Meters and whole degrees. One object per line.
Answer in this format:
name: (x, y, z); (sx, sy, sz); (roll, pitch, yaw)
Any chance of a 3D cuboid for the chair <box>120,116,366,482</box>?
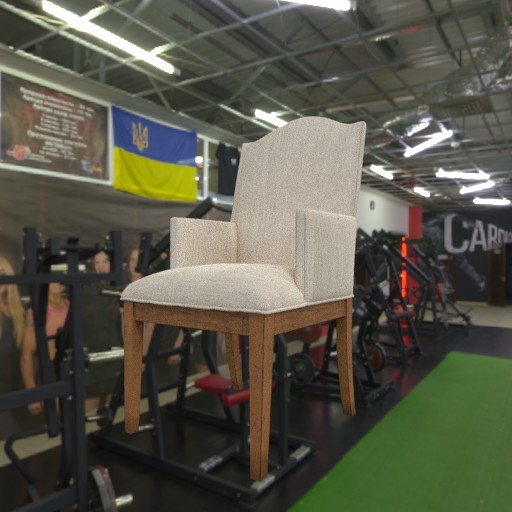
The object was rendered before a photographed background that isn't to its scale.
chair: (0.000, 0.000, 1.395); (0.533, 1.016, 0.641); (0, 0, 36)
